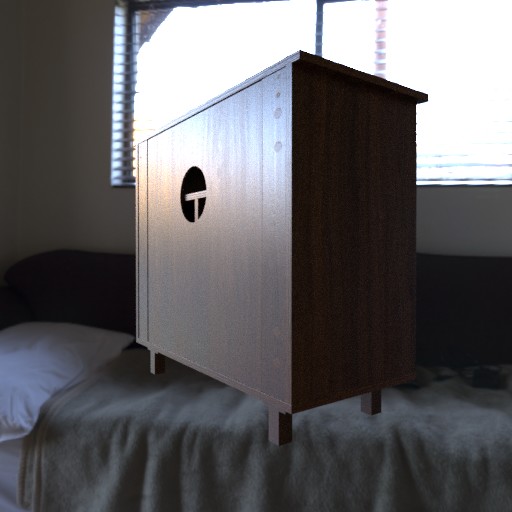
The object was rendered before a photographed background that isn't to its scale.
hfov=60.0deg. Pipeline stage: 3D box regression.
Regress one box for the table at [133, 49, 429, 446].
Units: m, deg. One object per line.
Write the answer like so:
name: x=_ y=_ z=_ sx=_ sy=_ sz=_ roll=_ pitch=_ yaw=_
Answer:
table: x=0.000 y=0.000 z=1.207 sx=0.390 sy=0.725 sz=0.802 roll=-1 pitch=1 yaw=-36
